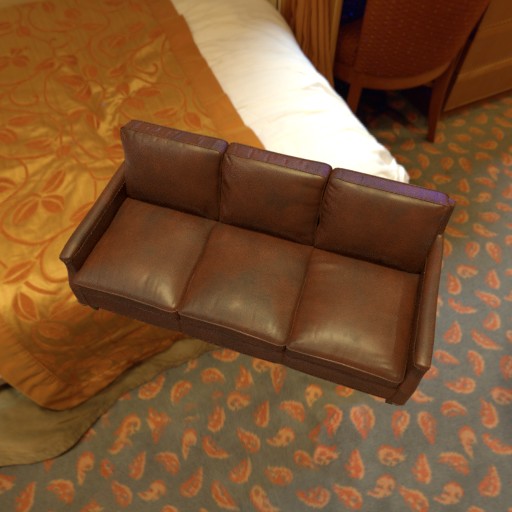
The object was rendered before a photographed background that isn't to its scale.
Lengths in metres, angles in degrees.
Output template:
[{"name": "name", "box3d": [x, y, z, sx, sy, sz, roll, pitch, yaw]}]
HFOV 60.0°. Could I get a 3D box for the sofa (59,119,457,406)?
[{"name": "sofa", "box3d": [0.000, 0.000, 2.830, 2.240, 1.003, 1.084, 16, 59, 10]}]
